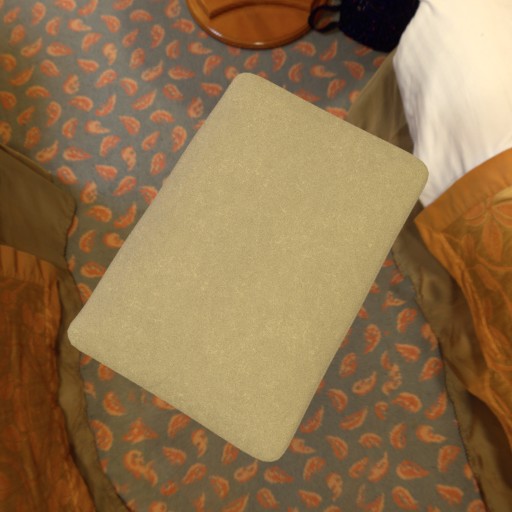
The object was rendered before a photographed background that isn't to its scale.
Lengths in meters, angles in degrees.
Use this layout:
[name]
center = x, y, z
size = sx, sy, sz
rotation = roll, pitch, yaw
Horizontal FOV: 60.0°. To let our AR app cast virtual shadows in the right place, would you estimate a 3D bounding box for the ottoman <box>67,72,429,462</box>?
[ottoman]
center = 0.000, 0.000, 1.662
size = 0.840, 0.429, 1.199
rotation = 29, 79, 6
